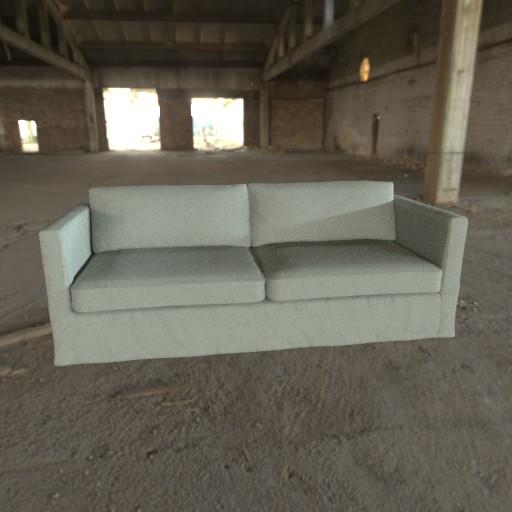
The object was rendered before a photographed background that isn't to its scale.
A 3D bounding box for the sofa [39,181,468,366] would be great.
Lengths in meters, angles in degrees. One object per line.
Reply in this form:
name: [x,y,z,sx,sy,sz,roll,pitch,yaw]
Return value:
sofa: [0.000,0.000,2.810,2.312,0.853,0.962,-2,16,-8]
